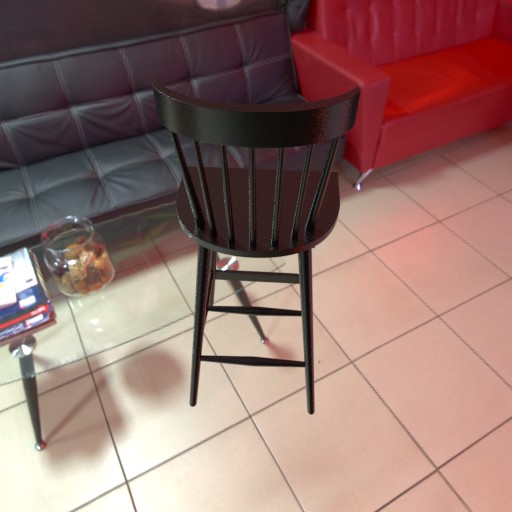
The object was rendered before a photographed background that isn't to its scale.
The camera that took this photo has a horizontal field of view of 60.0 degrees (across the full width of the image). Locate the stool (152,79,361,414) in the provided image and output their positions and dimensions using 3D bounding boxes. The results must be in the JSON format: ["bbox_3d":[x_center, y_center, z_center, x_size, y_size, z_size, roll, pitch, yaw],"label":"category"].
[{"bbox_3d":[0.000,0.000,1.356,0.482,1.092,0.483,3,46,3],"label":"stool"}]
